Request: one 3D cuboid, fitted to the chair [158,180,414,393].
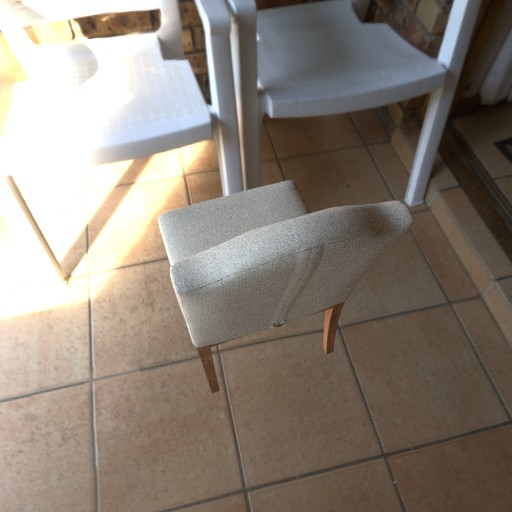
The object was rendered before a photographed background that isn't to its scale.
[{"bbox_3d":[0.000,0.000,1.406,0.534,1.012,0.648,-16,58,-10],"label":"chair"}]
